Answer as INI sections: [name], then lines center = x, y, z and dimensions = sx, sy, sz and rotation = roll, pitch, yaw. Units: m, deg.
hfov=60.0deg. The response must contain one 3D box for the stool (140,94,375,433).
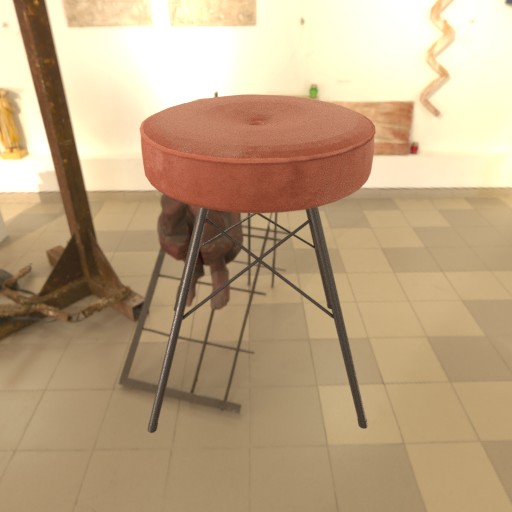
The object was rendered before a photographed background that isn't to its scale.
[stool]
center = 0.000, 0.000, 0.934
dimensions = 0.457, 0.593, 0.421
rotation = -1, 31, -1
